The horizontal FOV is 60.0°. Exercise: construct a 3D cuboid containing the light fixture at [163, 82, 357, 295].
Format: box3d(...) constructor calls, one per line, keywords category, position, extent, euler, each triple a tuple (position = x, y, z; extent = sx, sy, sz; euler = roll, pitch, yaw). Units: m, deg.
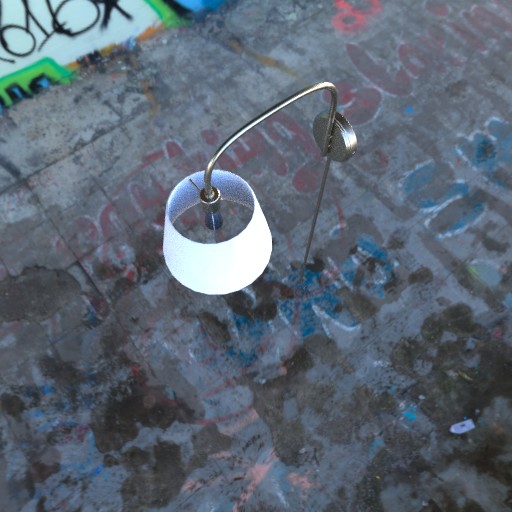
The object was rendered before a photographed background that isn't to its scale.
box3d(category="light fixture", position=(0.000, 0.000, 0.459), extent=(0.176, 0.399, 0.092), euler=(-36, 69, -16))
